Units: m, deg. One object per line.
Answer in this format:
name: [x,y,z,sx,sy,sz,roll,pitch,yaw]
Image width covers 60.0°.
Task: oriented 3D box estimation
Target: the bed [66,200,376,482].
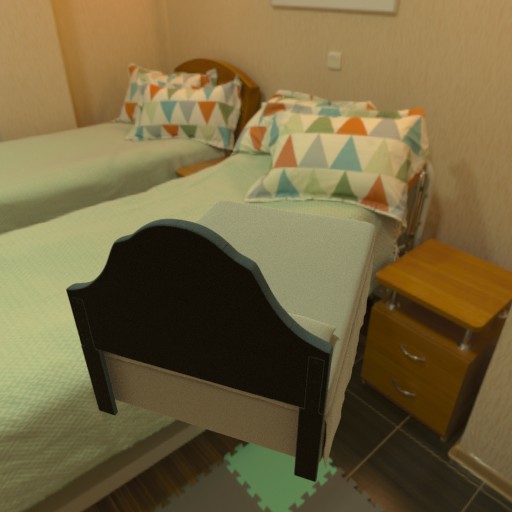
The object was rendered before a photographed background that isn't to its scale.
bed: [0.000,0.000,3.283,1.636,1.575,2.155,11,33,17]
